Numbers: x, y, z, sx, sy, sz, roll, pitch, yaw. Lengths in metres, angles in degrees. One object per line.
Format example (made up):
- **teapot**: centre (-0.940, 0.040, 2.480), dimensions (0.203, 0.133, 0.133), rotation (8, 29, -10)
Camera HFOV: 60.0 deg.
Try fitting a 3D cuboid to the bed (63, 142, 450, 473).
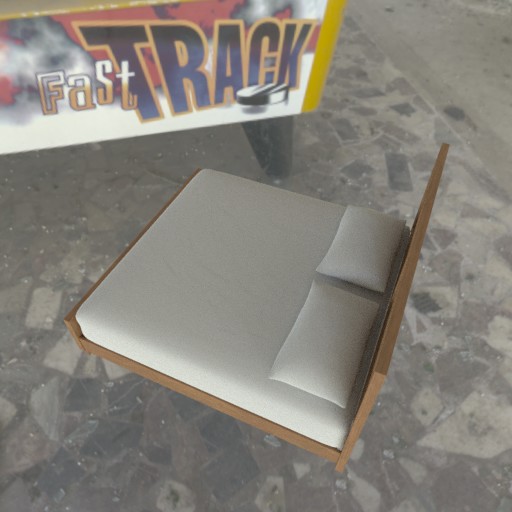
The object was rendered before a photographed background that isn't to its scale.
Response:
- **bed**: centre (0.000, 0.000, 3.415), dimensions (2.184, 1.387, 2.003), rotation (18, 50, 16)
